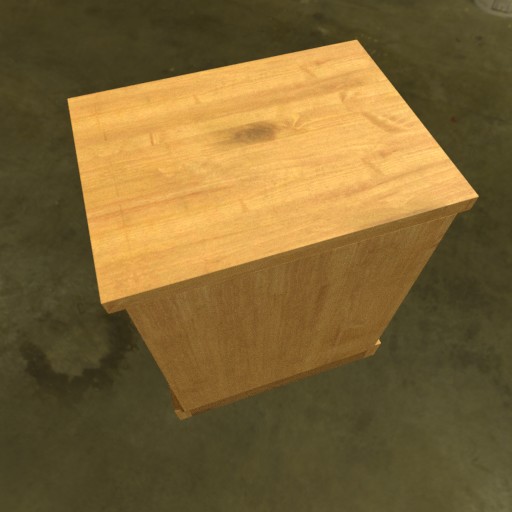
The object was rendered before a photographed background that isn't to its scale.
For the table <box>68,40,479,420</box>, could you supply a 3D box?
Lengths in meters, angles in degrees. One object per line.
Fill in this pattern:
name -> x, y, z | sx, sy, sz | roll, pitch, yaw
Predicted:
table -> 0.000, 0.000, 1.193 | 0.660, 0.813, 0.500 | -16, 59, -10
